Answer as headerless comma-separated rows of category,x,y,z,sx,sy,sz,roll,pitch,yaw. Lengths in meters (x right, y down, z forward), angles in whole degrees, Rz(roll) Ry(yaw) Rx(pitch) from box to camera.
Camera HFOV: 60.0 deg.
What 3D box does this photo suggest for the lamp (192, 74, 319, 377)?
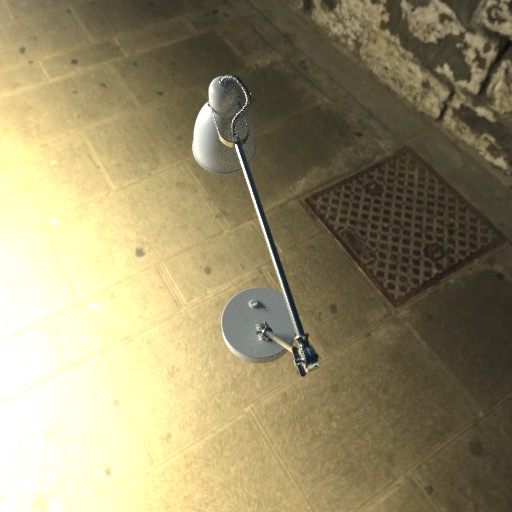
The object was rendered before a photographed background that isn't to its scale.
lamp,0.000,0.000,0.876,0.187,0.587,0.561,-15,59,-9
